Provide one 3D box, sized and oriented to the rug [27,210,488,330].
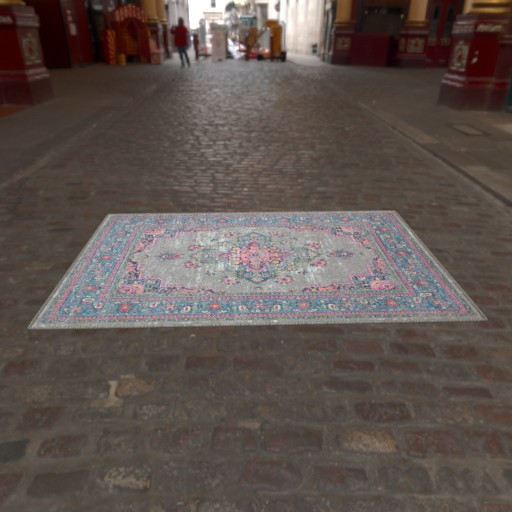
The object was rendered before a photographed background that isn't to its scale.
[{"bbox_3d":[0.000,0.000,2.180,1.748,0.014,1.144,-1,27,-2],"label":"rug"}]
